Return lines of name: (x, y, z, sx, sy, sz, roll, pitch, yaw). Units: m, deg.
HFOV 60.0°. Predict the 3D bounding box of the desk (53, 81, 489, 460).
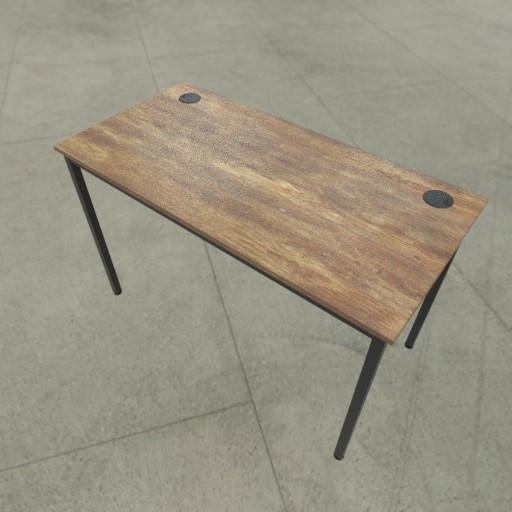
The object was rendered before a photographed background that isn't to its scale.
desk: (0.000, 0.000, 1.607, 1.200, 0.749, 0.600, 30, 53, 25)
